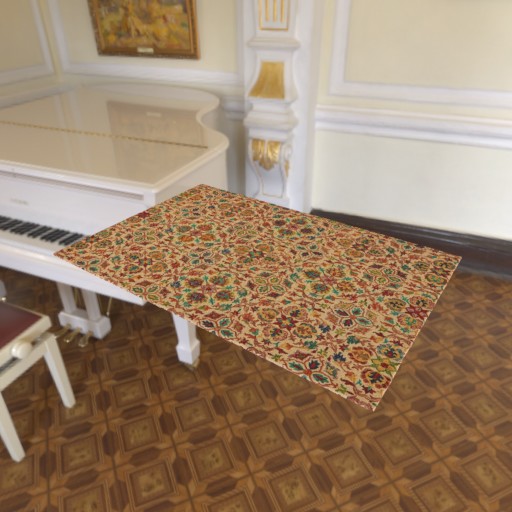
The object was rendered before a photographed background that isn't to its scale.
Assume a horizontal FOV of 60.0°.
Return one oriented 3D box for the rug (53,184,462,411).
[{"bbox_3d":[0.000,0.000,2.993,2.297,0.018,1.541,20,36,29],"label":"rug"}]
